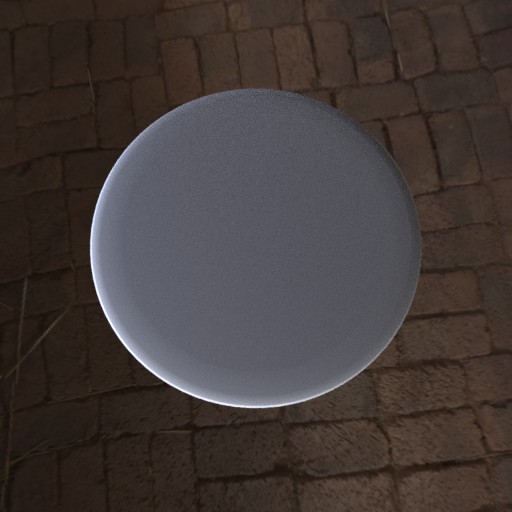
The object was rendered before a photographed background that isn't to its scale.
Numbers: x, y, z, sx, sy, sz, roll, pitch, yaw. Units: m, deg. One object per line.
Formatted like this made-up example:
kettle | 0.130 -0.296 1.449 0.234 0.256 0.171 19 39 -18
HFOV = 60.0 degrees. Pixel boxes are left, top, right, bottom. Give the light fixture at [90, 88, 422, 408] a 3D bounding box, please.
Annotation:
light fixture | 0.000 0.000 0.635 0.393 0.229 0.393 0 76 0
